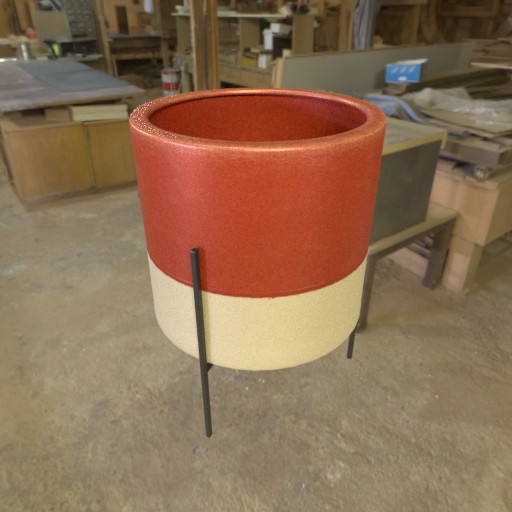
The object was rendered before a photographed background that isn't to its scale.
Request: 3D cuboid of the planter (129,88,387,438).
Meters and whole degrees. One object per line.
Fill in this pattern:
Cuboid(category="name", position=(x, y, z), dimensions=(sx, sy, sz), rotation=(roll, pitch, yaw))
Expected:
Cuboid(category="planter", position=(0.000, 0.000, 0.723), dimensions=(0.345, 0.465, 0.354), rotation=(-19, 36, -29))
